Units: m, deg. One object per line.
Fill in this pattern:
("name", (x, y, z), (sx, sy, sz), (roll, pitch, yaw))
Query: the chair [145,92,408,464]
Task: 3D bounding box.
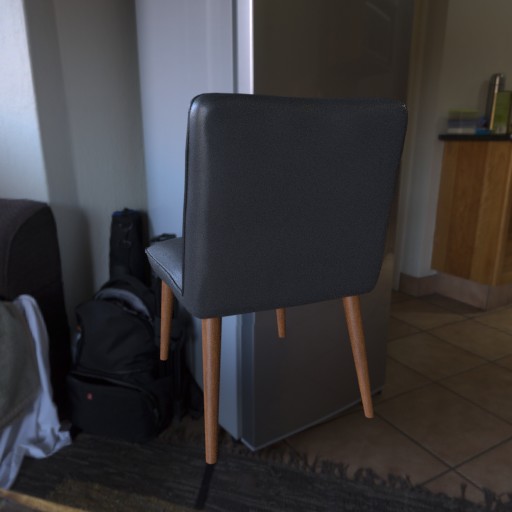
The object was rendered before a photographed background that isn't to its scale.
("chair", (0.000, 0.000, 1.228), (0.543, 0.801, 0.645), (-8, 17, -26))
